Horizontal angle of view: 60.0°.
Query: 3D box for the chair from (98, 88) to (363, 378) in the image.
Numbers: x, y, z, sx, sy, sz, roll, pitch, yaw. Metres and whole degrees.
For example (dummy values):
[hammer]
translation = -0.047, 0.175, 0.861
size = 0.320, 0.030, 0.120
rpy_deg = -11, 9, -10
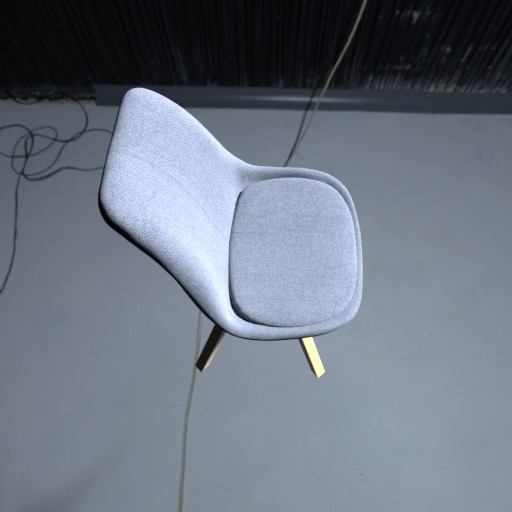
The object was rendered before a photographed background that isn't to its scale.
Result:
[chair]
translation = 0.000, 0.000, 1.171
size = 0.550, 0.850, 0.485
rpy_deg = 3, 64, 1
